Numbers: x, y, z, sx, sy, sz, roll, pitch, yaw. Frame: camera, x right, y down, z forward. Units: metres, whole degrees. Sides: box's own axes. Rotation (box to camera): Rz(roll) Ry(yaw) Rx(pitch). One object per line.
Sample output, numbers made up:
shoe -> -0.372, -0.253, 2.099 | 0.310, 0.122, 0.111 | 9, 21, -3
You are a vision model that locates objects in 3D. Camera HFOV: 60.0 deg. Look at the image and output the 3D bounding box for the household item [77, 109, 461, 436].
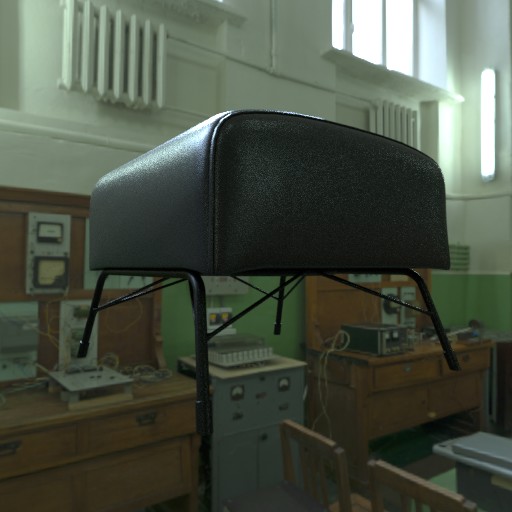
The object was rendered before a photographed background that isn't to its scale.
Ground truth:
household item -> 0.000, 0.000, 0.854 | 0.530, 0.410, 0.530 | 1, -2, -36
